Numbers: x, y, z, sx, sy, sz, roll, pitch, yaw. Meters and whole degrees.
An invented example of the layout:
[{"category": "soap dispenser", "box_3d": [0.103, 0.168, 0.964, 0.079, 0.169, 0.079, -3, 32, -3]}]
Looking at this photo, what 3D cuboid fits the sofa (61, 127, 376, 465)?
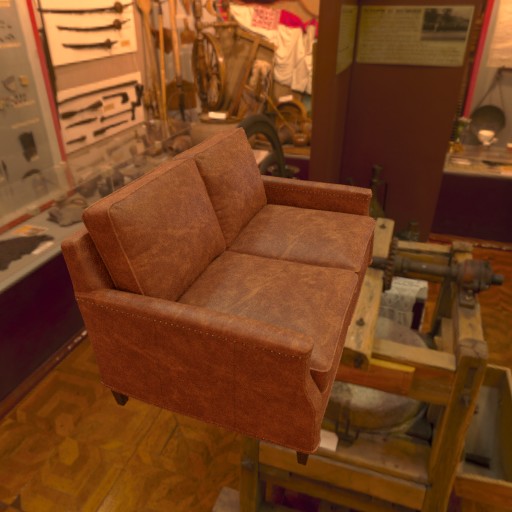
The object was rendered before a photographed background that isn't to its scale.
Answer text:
[{"category": "sofa", "box_3d": [0.000, 0.000, 2.321, 1.084, 1.003, 1.597, 11, 32, 18]}]
